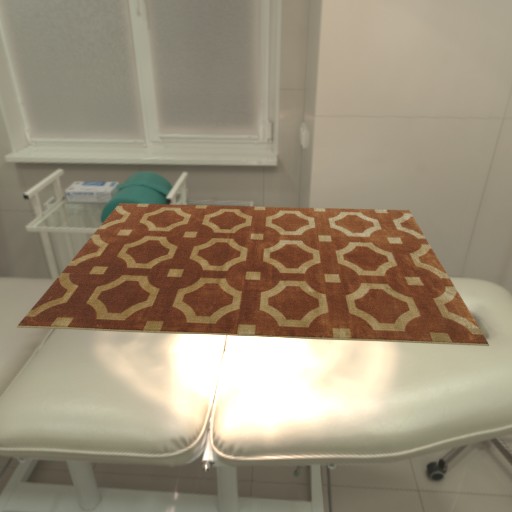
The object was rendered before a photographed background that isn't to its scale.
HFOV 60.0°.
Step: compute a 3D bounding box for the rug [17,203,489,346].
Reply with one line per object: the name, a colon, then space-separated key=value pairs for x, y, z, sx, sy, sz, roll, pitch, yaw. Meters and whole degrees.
rug: x=0.000 y=0.000 z=2.811 sx=2.286 sy=0.016 sz=1.555 roll=2 pitch=30 yaw=3
